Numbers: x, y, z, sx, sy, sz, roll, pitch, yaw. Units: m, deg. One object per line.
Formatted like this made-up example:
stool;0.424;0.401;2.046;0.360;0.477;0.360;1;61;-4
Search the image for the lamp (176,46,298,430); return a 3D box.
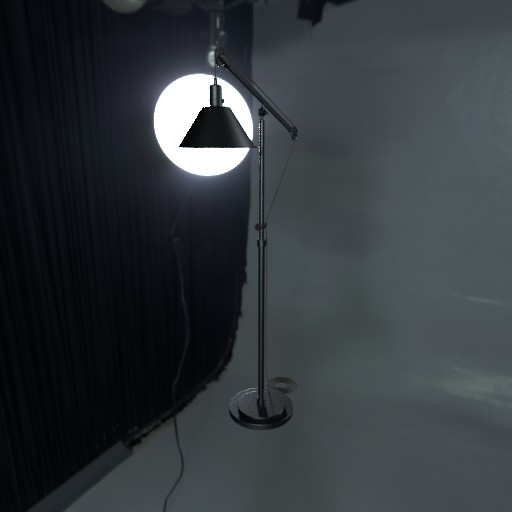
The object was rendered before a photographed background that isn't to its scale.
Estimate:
lamp;0.000;0.000;1.970;0.319;1.626;0.904;7;16;26
